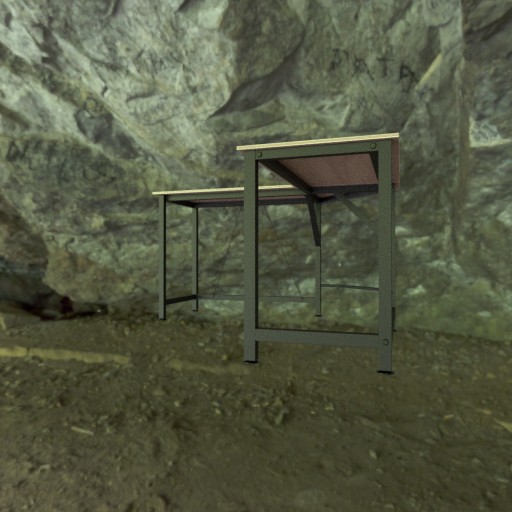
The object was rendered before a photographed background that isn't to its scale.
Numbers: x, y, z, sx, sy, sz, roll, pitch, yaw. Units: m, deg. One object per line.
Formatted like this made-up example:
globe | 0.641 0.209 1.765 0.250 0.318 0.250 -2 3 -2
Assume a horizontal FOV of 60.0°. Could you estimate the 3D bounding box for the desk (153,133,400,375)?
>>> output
desk | 0.000 0.000 2.267 1.400 0.762 1.400 0 0 18
